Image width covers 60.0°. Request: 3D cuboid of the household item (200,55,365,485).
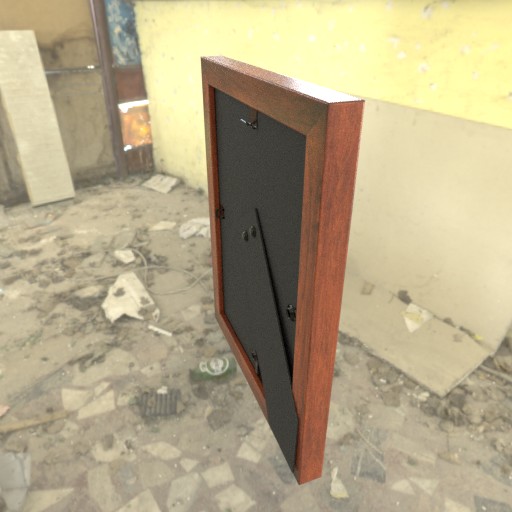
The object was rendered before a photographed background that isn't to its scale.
[{"bbox_3d":[0.000,0.000,0.324,0.020,0.250,0.200,-11,31,-18],"label":"household item"}]
